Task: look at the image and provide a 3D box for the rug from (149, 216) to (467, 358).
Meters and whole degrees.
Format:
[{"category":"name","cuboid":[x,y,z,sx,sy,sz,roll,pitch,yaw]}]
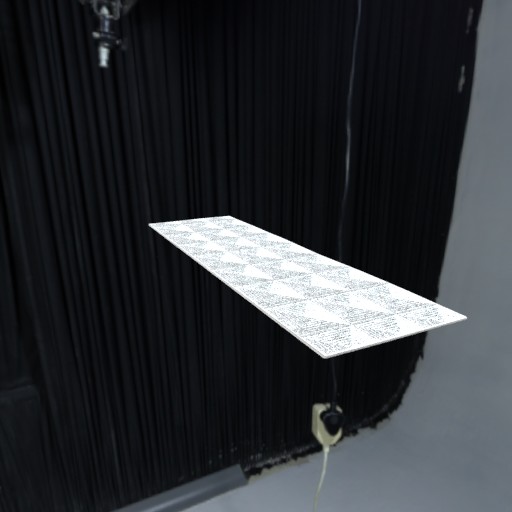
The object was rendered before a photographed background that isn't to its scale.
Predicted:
[{"category":"rug","cuboid":[0.000,0.000,2.409,0.645,0.015,2.182,-8,18,-26]}]
